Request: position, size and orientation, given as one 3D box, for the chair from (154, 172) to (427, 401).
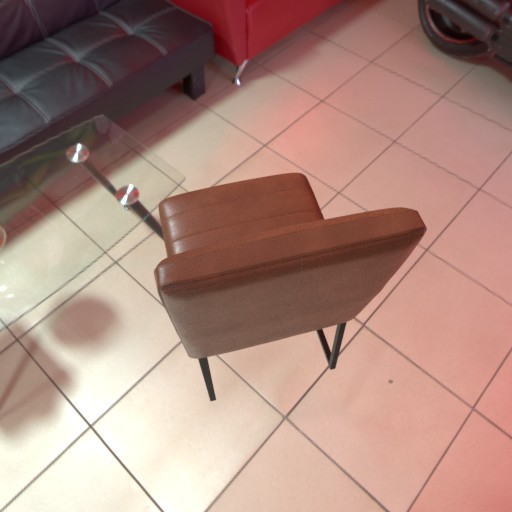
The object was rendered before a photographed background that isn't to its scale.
[{"bbox_3d":[0.000,0.000,1.320,0.520,0.930,0.634,-12,58,-8],"label":"chair"}]
